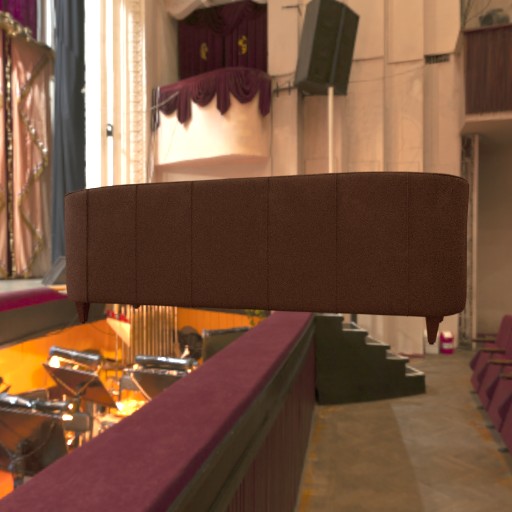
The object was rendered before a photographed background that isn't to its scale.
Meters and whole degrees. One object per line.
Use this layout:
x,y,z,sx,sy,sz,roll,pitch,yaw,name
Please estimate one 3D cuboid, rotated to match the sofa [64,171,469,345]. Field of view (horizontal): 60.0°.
0.000,0.000,2.614,2.227,0.787,0.927,0,1,18,sofa
